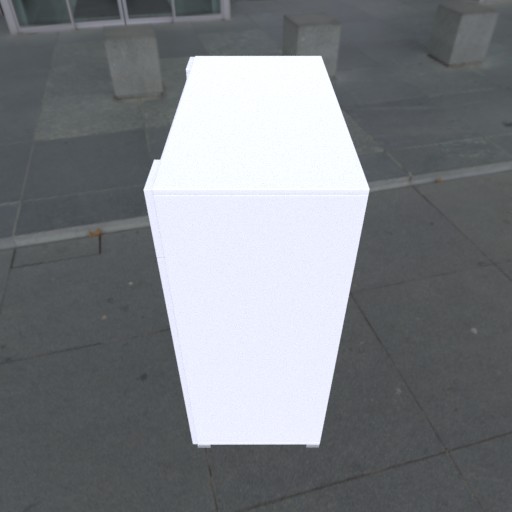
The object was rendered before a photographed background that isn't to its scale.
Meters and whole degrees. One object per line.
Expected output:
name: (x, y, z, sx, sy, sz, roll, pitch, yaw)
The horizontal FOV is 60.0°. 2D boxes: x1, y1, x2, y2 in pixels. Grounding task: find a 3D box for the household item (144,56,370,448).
household item: (0.000, 0.000, 1.450, 0.420, 1.010, 0.790, 0, 41, 0)
